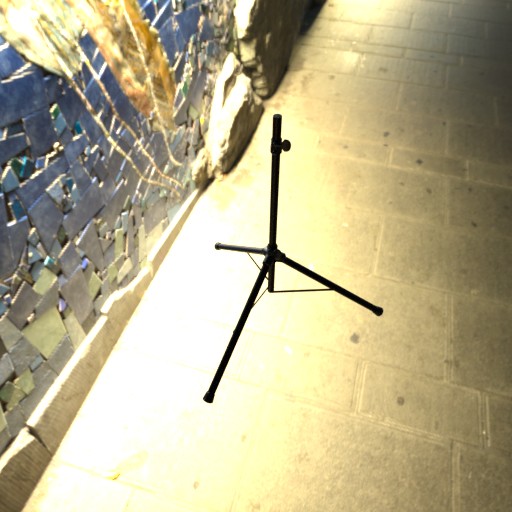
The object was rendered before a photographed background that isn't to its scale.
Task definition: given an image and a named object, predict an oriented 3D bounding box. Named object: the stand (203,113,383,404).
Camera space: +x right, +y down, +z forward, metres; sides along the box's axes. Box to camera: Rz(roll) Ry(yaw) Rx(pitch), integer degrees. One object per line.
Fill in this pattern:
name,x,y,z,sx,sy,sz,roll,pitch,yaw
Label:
stand,0.000,0.000,1.866,1.045,1.136,0.907,23,51,21
